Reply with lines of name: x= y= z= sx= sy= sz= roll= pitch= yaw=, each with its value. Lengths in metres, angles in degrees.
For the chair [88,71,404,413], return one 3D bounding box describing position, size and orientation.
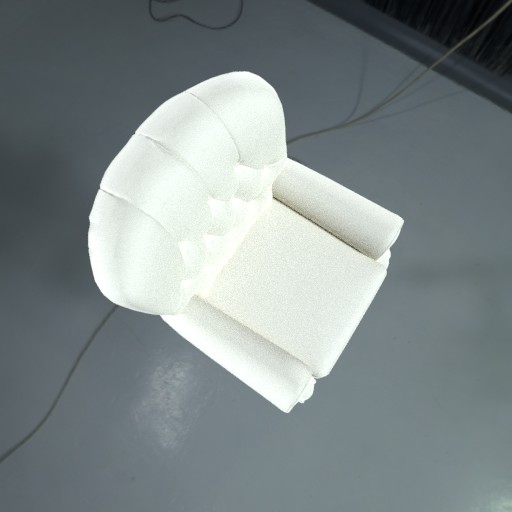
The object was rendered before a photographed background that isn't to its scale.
chair: x=0.000 y=0.000 z=2.047 sx=1.132 sy=1.169 sz=1.035 roll=32 pitch=77 yaw=9
